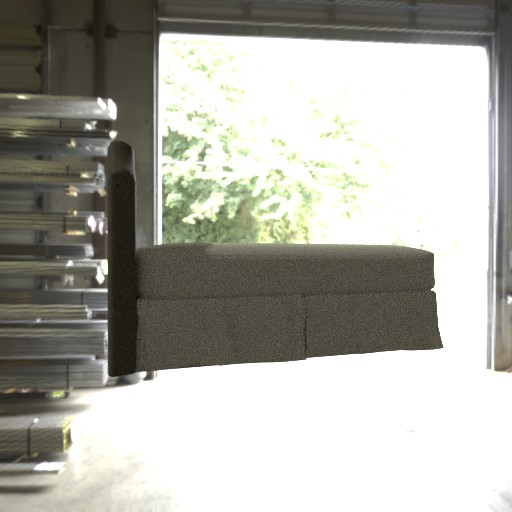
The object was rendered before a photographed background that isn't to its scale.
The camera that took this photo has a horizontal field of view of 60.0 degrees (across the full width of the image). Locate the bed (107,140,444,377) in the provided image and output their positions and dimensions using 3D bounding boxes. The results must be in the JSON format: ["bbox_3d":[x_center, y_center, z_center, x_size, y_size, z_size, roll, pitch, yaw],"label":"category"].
[{"bbox_3d":[0.000,0.000,3.436,2.181,1.297,1.831,0,0,-19],"label":"bed"}]
